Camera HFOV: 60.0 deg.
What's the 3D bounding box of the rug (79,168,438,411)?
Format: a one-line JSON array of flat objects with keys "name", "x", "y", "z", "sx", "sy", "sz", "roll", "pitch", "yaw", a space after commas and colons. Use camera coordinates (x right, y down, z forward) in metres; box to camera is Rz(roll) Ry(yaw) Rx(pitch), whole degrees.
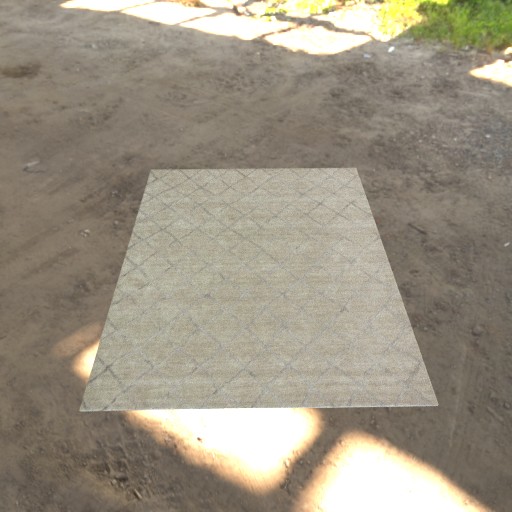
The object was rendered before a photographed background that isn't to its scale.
[{"name": "rug", "x": 0.000, "y": 0.000, "z": 4.106, "sx": 2.420, "sy": 0.019, "sz": 3.038, "roll": -1, "pitch": 42, "yaw": -1}]
